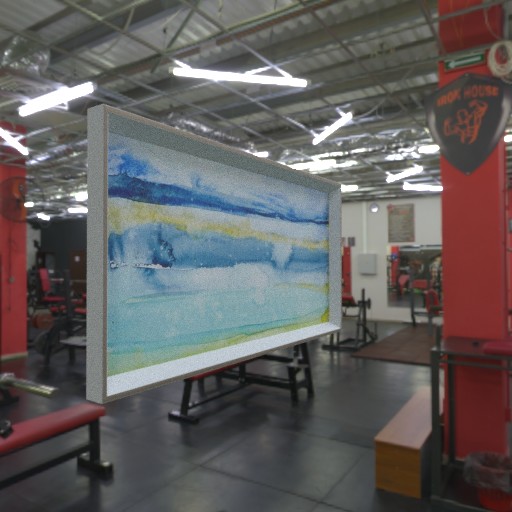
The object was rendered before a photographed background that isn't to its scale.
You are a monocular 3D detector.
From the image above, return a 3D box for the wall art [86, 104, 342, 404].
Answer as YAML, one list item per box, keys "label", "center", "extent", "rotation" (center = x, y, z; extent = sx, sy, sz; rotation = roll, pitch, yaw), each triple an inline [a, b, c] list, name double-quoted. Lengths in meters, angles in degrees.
- label: "wall art"
  center: [0.000, 0.000, 0.977]
  extent: [0.038, 0.431, 0.812]
  rotation: [0, -1, 35]
